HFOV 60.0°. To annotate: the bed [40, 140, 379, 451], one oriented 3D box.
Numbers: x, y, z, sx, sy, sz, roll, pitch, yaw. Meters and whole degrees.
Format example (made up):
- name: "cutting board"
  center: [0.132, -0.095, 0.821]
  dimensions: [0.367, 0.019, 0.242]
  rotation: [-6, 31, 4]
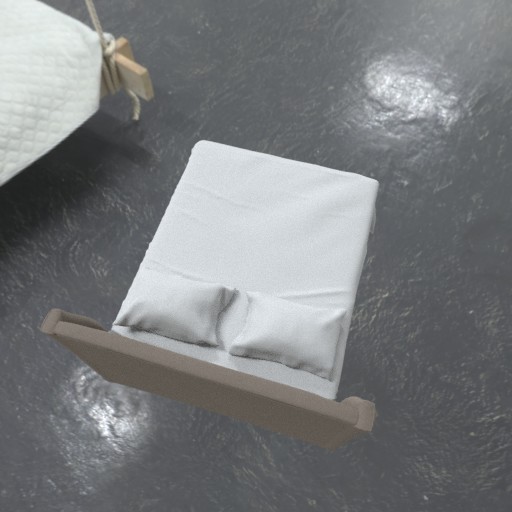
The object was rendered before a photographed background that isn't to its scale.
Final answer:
- name: "bed"
  center: [0.000, 0.000, 3.445]
  dimensions: [1.925, 1.332, 2.276]
  rotation: [15, 63, 8]
